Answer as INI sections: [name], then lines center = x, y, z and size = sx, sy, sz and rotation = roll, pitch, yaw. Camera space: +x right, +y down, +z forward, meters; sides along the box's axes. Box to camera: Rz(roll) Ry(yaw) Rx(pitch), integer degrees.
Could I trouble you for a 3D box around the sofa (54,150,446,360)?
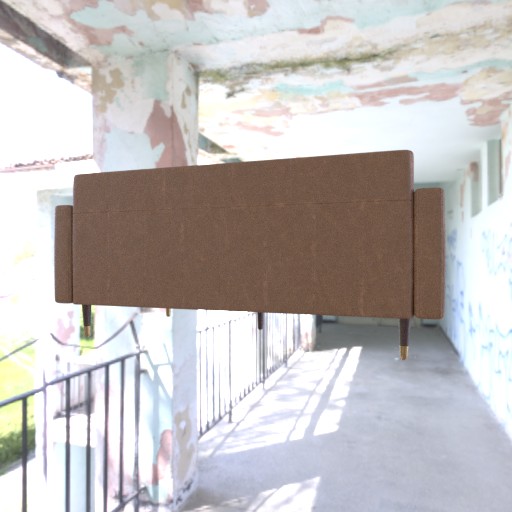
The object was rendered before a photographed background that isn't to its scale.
[sofa]
center = 0.000, 0.000, 2.391
size = 1.847, 0.821, 0.993
rotation = 0, 0, 19
